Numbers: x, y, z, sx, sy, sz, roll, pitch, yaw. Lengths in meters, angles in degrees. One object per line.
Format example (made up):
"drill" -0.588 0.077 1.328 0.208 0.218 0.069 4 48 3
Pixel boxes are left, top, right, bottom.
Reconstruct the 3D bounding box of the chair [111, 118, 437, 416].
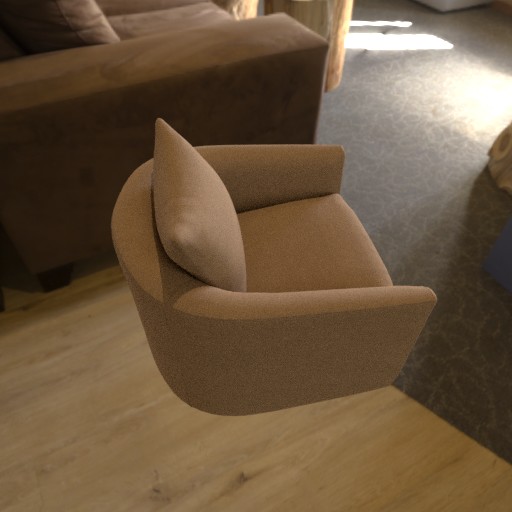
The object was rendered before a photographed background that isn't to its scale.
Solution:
"chair" 0.000 0.000 1.592 0.910 0.848 0.845 -9 47 -8
